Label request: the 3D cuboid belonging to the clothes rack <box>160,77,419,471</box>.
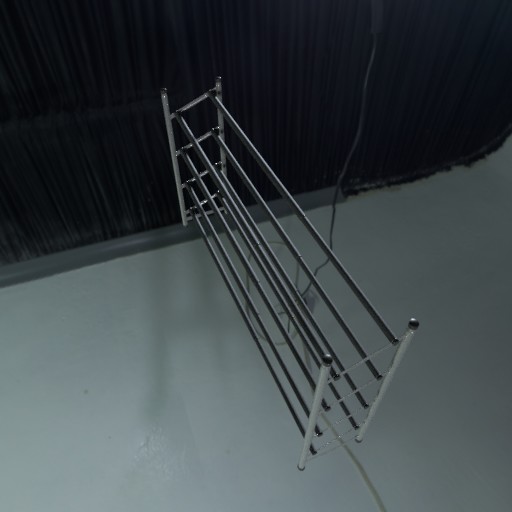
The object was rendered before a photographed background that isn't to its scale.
[{"bbox_3d":[0.000,0.000,1.480,0.229,0.672,1.168,-18,51,-16],"label":"clothes rack"}]
